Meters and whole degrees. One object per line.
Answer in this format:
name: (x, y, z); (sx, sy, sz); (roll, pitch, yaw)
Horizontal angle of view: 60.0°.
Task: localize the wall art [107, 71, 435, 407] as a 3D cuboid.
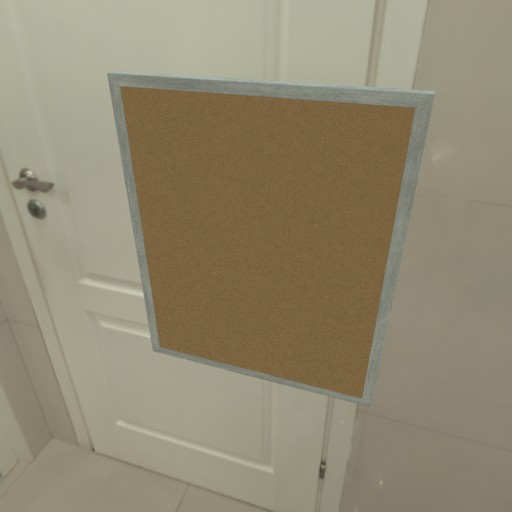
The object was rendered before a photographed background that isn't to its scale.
wall art: (0.000, 0.000, 0.781); (0.479, 0.582, 0.022); (10, 33, 16)
